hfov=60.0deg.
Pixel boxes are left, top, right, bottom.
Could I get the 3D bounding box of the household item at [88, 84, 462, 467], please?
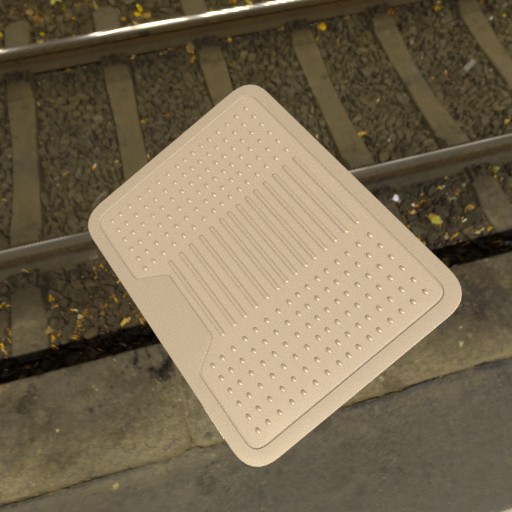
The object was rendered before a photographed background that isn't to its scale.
[{"bbox_3d":[0.000,0.000,0.544,0.301,0.126,0.390,-34,68,-15],"label":"household item"}]
